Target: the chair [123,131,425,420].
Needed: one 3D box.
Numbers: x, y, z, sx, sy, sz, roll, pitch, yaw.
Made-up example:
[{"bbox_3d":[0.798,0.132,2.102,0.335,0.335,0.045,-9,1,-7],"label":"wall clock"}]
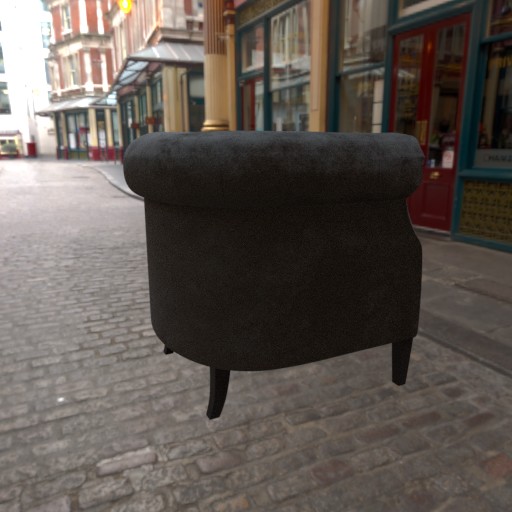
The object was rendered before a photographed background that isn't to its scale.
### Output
[{"bbox_3d":[0.000,0.000,1.558,0.851,0.826,0.904,-7,15,-26],"label":"chair"}]
